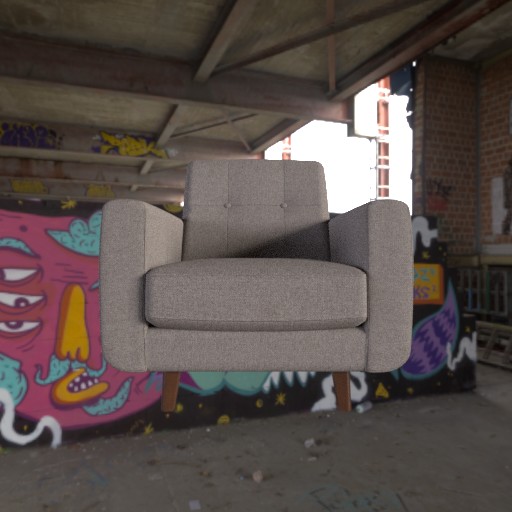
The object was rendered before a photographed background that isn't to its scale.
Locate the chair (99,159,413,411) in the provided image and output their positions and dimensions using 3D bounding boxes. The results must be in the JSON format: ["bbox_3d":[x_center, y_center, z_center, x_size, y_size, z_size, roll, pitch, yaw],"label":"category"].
[{"bbox_3d":[0.000,0.000,1.586,0.831,0.839,0.907,0,-1,0],"label":"chair"}]
